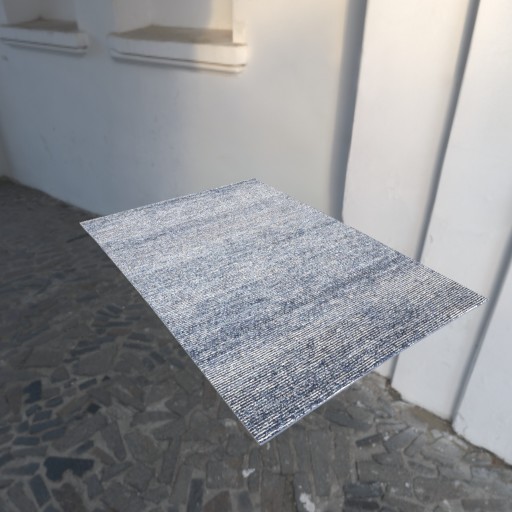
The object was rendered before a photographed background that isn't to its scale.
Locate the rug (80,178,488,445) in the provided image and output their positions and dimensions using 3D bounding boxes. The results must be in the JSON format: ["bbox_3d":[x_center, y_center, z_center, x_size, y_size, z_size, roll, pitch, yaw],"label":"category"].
[{"bbox_3d":[0.000,0.000,2.944,1.624,0.030,2.349,-20,36,-30],"label":"rug"}]
